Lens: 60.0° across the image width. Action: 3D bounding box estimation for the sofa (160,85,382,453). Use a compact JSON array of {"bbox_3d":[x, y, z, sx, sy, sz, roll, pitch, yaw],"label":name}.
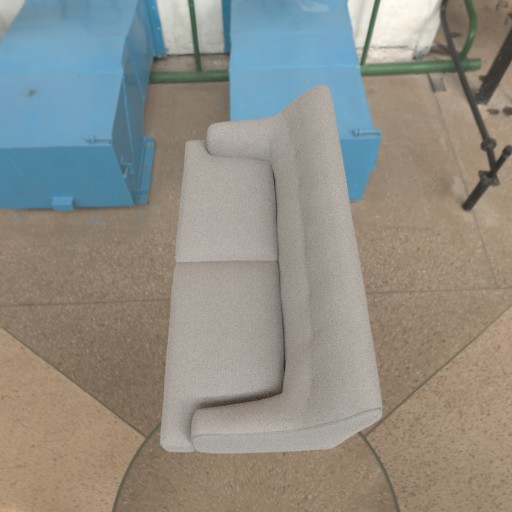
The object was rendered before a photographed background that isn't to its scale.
[{"bbox_3d":[0.000,0.000,2.585,0.978,0.871,2.057,-1,58,-1],"label":"sofa"}]
